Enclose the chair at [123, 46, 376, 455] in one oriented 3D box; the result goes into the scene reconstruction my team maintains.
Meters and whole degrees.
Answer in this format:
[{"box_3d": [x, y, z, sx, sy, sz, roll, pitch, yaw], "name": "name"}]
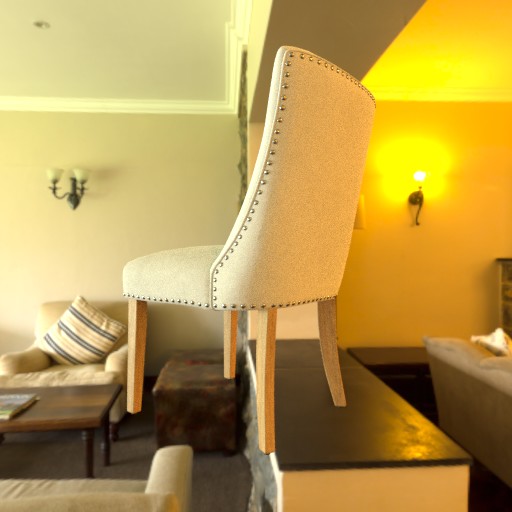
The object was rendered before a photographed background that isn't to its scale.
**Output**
[{"box_3d": [0.000, 0.000, 1.266, 0.610, 0.902, 0.495, 0, 1, 37], "name": "chair"}]
